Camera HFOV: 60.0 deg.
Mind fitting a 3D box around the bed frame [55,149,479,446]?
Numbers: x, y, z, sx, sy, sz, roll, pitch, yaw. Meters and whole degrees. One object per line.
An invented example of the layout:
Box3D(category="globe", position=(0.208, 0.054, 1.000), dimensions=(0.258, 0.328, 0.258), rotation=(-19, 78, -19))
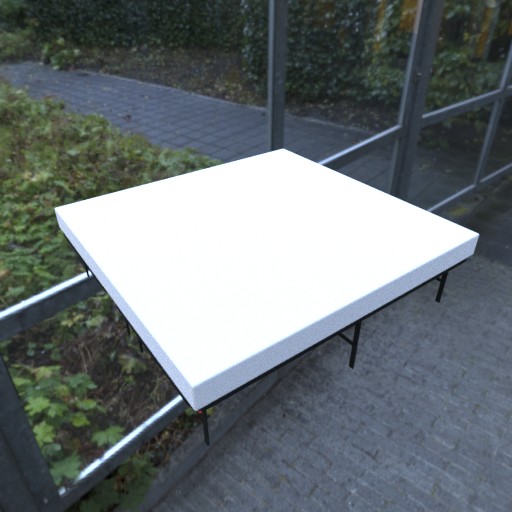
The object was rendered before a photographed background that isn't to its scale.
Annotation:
Box3D(category="bed frame", position=(0.000, 0.000, 3.053), dimensions=(2.032, 0.559, 1.930), rotation=(-22, 39, -30))
